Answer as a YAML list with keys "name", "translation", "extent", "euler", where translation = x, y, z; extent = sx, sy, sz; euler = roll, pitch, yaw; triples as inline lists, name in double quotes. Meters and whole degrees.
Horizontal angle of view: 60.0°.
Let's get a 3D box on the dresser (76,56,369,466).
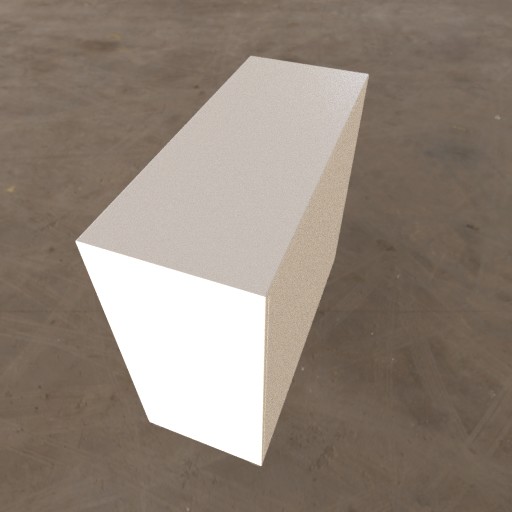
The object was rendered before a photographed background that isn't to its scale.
- name: "dresser"
  translation: [0.000, 0.000, 1.664]
  extent: [0.460, 1.000, 1.100]
  euler: [15, 48, 14]
